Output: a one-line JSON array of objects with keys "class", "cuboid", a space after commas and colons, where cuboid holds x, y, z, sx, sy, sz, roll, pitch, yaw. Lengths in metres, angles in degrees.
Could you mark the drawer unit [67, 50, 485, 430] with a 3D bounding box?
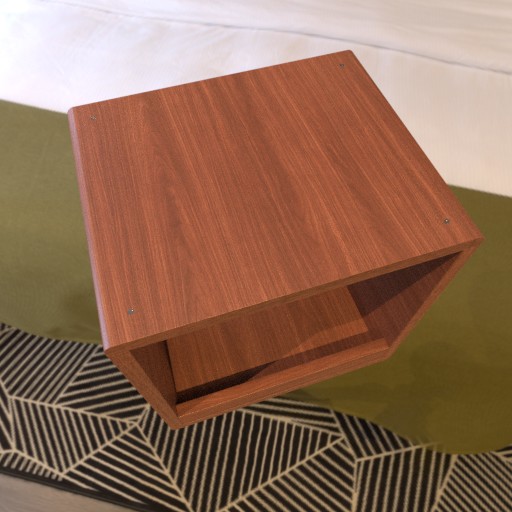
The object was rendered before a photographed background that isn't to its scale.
[{"class": "drawer unit", "cuboid": [0.000, 0.000, 0.596, 0.349, 0.351, 0.290, -16, 60, -9]}]
